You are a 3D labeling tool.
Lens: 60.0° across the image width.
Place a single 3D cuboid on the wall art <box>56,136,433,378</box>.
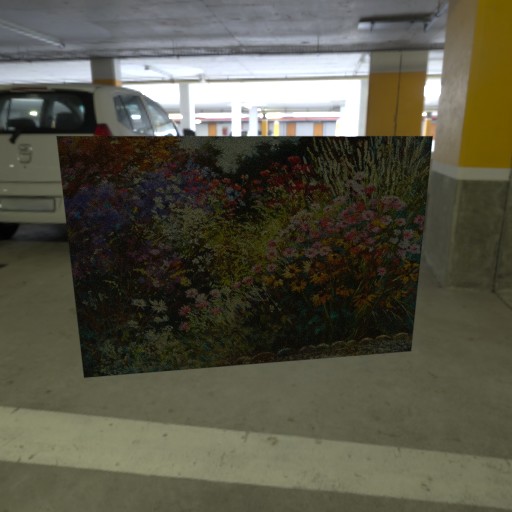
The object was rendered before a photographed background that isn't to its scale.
[{"bbox_3d":[0.000,0.000,1.155,0.908,0.604,0.037,-2,15,-9],"label":"wall art"}]
